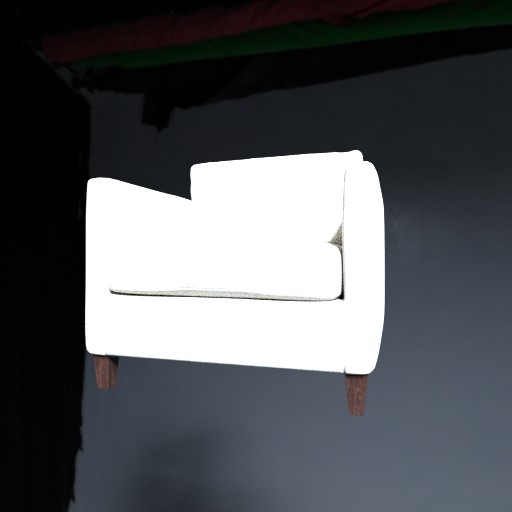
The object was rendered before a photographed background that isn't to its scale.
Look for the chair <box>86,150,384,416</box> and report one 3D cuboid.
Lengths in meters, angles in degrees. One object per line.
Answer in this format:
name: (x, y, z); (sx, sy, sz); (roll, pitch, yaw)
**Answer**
chair: (0.000, 0.000, 1.810); (0.996, 0.919, 0.959); (0, 0, 17)
